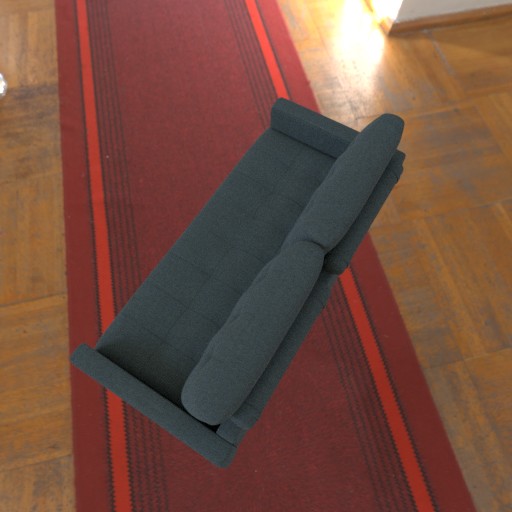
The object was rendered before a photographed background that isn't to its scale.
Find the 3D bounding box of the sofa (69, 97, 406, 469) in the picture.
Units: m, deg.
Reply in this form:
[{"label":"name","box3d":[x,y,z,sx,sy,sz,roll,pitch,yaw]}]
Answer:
[{"label":"sofa","box3d":[0.000,0.000,2.509,0.966,1.050,2.010,29,68,13]}]
